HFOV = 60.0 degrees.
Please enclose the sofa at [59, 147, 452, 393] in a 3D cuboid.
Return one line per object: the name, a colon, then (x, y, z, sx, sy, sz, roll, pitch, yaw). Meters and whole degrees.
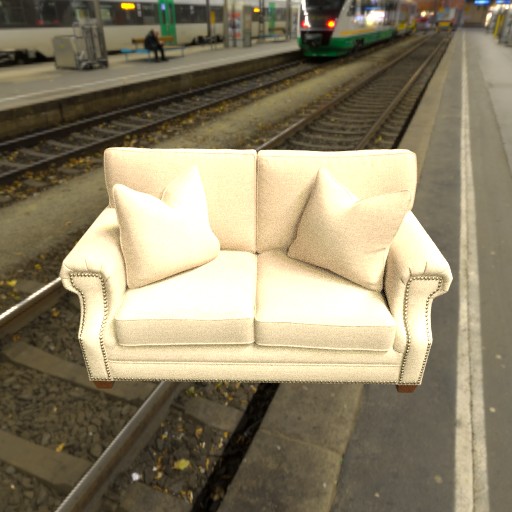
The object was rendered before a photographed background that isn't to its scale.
sofa: (0.000, 0.000, 2.248, 1.701, 0.966, 0.966, 1, 28, 1)
